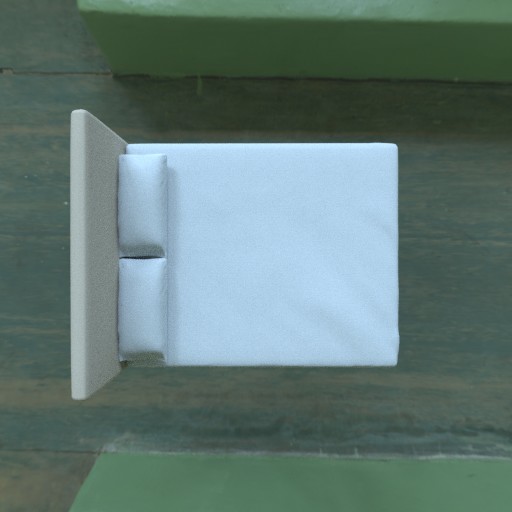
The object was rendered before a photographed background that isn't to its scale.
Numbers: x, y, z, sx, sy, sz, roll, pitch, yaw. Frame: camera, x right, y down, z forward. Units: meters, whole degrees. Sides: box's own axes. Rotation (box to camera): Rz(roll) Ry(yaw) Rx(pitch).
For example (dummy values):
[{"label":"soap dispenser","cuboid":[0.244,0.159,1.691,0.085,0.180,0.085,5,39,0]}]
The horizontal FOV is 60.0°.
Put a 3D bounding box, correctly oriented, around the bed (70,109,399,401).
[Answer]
[{"label":"bed","cuboid":[0.000,0.000,3.168,2.142,1.330,1.748,0,90,0]}]
